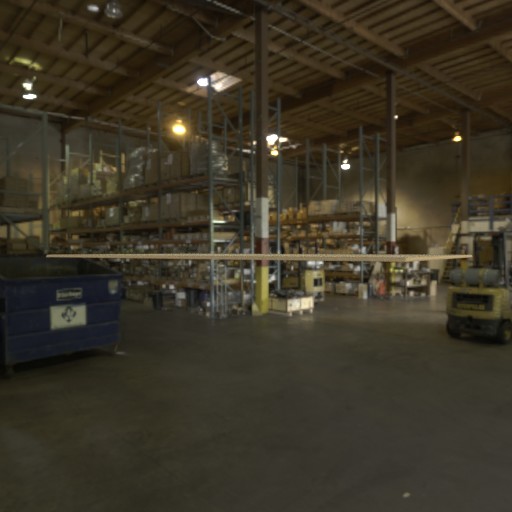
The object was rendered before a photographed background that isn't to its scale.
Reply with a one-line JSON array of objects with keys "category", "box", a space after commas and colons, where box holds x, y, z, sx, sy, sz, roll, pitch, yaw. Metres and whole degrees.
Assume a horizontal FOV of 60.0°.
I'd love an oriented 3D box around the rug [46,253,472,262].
[{"category": "rug", "box": [0.000, 0.000, 2.045, 1.667, 0.013, 1.062, 0, 1, 34]}]
